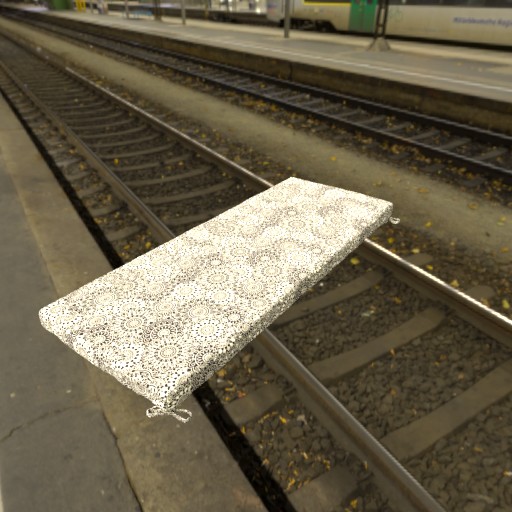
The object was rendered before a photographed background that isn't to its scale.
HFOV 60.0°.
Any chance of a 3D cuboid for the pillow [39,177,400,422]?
[{"bbox_3d":[0.000,0.000,1.362,0.492,0.081,1.187,21,37,31],"label":"pillow"}]
